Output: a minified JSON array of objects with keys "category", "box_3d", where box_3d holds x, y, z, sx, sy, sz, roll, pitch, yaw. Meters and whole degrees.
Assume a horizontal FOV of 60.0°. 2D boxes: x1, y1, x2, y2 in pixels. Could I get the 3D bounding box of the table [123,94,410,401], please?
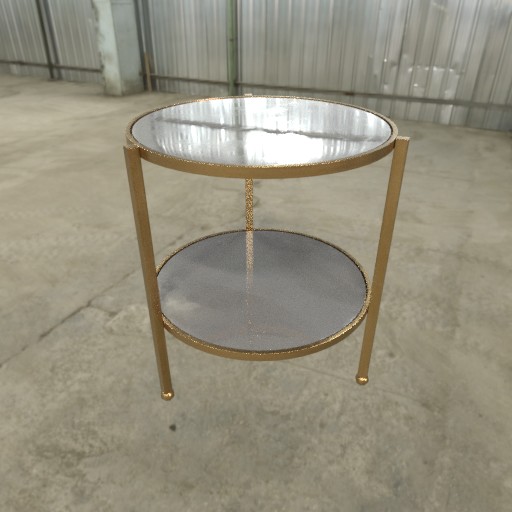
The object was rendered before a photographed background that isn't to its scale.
[{"category":"table","box_3d":[0.000,0.000,0.455,0.243,0.269,0.231,-20,36,-30]}]
